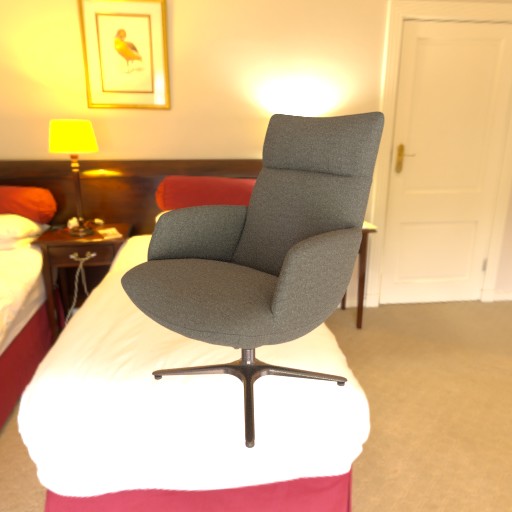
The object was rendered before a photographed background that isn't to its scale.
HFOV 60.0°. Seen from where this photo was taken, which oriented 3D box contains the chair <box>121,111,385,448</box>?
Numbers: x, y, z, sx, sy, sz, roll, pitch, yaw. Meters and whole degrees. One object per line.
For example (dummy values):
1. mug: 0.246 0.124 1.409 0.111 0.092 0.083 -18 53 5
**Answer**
1. chair: 0.000 0.000 1.583 0.831 0.984 0.702 -16 23 -42
